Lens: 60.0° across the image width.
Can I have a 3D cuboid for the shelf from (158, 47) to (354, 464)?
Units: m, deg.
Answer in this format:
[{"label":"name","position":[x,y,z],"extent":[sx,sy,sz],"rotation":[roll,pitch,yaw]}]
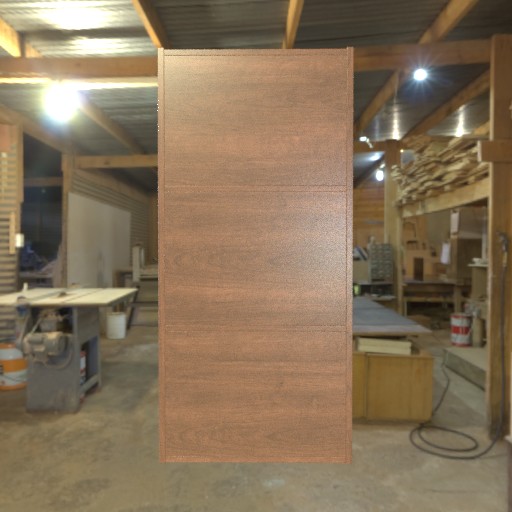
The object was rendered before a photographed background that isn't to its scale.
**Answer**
[{"label":"shelf","position":[0.000,0.000,1.081],"extent":[0.414,0.879,0.290],"rotation":[0,1,0]}]
